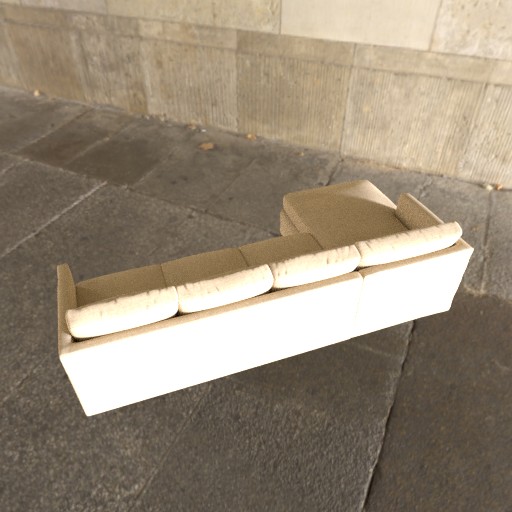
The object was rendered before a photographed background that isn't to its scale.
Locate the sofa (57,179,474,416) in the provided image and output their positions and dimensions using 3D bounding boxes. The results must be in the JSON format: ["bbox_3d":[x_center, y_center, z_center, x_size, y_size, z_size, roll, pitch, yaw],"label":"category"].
[{"bbox_3d":[0.000,0.000,3.922,3.205,0.922,1.650,-13,42,-15],"label":"sofa"}]
